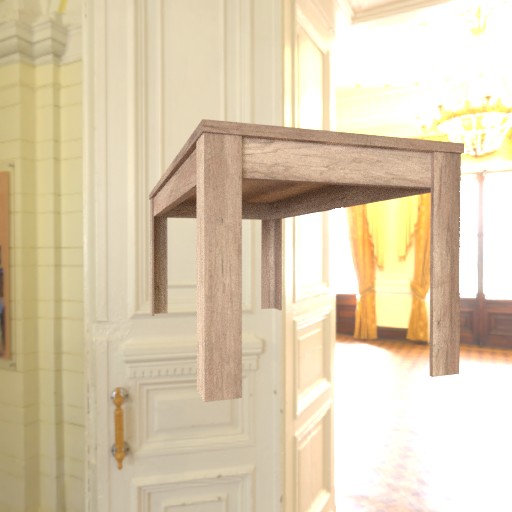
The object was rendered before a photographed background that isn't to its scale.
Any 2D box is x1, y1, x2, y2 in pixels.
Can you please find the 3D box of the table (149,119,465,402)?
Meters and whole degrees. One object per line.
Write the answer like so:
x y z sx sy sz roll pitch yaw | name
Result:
0.000 0.000 2.225 0.900 0.790 1.800 0 1 -18 | table
